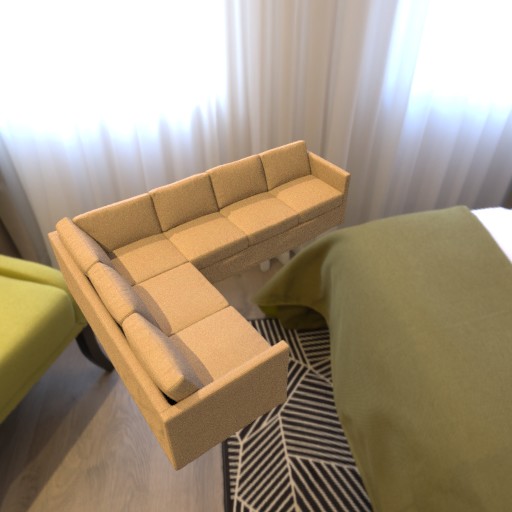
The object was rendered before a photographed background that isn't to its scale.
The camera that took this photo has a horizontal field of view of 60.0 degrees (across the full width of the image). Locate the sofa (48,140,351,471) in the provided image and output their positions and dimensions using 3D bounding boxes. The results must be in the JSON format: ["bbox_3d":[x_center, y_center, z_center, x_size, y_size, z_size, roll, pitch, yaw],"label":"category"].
[{"bbox_3d":[0.000,0.000,4.348,3.182,0.871,2.432,-25,46,-27],"label":"sofa"}]
